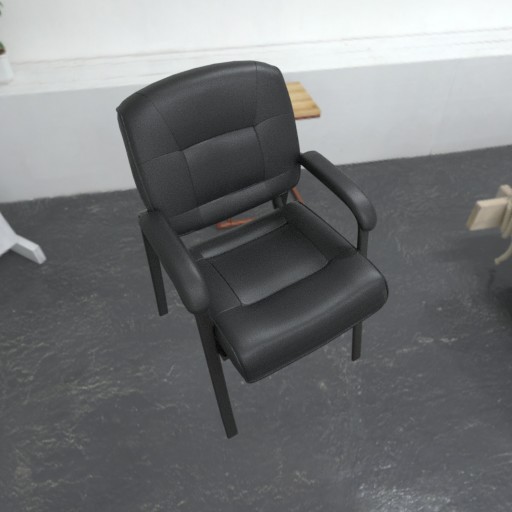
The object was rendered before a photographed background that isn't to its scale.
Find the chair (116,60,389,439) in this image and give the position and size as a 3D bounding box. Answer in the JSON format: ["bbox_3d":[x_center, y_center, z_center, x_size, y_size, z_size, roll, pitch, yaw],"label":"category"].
[{"bbox_3d":[0.000,0.000,1.328,0.591,0.910,0.668,-25,52,-21],"label":"chair"}]
